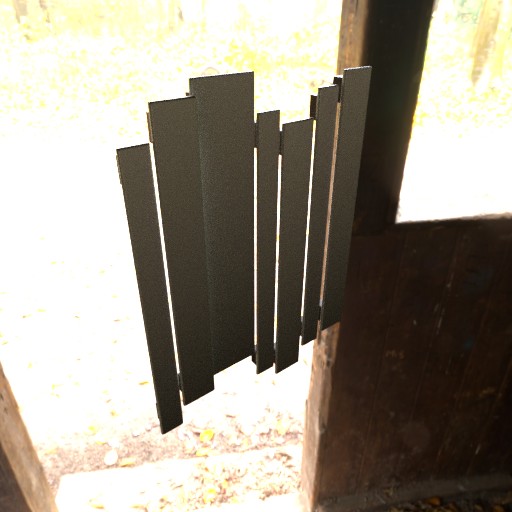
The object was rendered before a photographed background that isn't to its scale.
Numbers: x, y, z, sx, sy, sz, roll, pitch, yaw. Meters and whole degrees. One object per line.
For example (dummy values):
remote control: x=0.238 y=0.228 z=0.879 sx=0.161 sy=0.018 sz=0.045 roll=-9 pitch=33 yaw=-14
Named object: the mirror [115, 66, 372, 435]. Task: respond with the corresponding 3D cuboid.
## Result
mirror: x=0.000 y=0.000 z=0.786 sx=0.445 sy=0.611 sz=0.058 roll=-21 pitch=36 yaw=-32
